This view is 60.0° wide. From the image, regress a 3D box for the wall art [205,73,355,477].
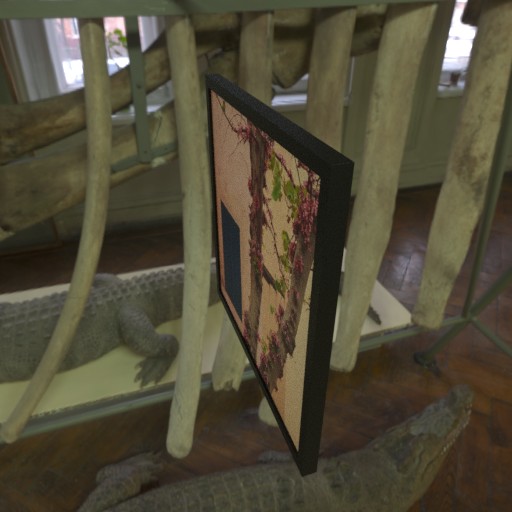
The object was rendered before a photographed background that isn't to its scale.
[{"bbox_3d":[0.000,0.000,1.145,0.038,0.762,0.762,-10,33,-16],"label":"wall art"}]
